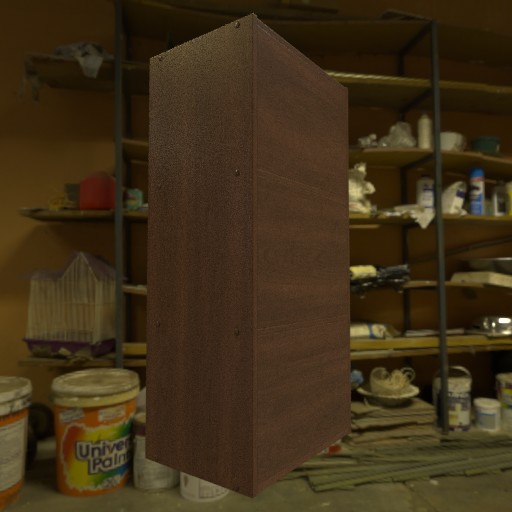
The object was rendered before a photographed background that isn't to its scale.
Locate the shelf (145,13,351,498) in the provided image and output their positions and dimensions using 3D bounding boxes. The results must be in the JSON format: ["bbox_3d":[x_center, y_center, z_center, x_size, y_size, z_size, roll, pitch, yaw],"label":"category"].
[{"bbox_3d":[0.000,0.000,1.053,0.290,0.879,0.414,-2,-3,37],"label":"shelf"}]
